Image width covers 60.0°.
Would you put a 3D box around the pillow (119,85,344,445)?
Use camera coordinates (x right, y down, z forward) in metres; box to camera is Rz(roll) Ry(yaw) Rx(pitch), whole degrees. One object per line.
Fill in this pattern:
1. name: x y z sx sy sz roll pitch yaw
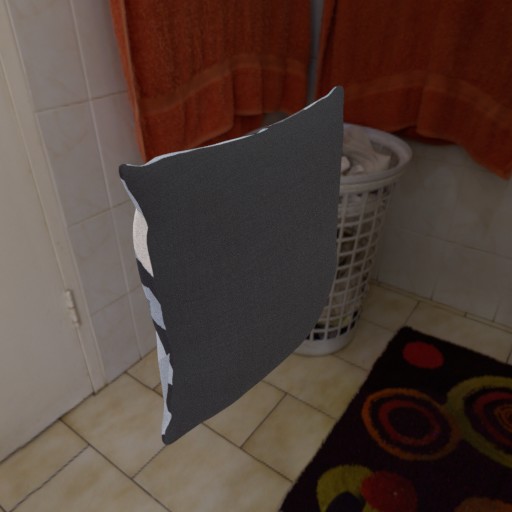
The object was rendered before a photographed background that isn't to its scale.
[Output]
1. pillow: 0.000 0.000 0.773 0.208 0.496 0.503 23 39 31
